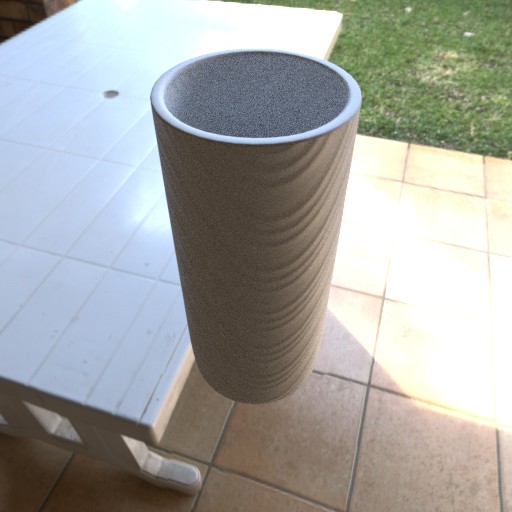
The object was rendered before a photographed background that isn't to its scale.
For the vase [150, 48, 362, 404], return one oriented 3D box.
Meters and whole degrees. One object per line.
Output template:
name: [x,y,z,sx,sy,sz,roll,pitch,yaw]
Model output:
vase: [0.000,0.000,0.404,0.143,0.316,0.143,0,46,0]
